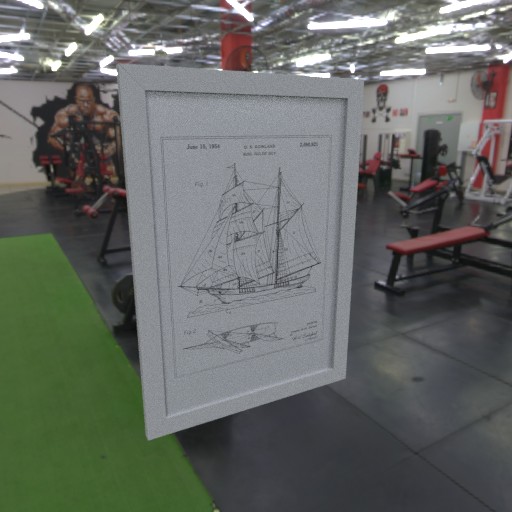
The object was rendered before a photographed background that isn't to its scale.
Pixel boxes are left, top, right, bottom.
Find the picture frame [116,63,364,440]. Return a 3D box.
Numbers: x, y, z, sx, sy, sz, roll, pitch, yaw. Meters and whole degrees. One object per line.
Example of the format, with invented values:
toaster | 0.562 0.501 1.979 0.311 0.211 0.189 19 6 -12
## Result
picture frame | 0.000 0.000 0.597 0.326 0.459 0.011 -8 18 -26
